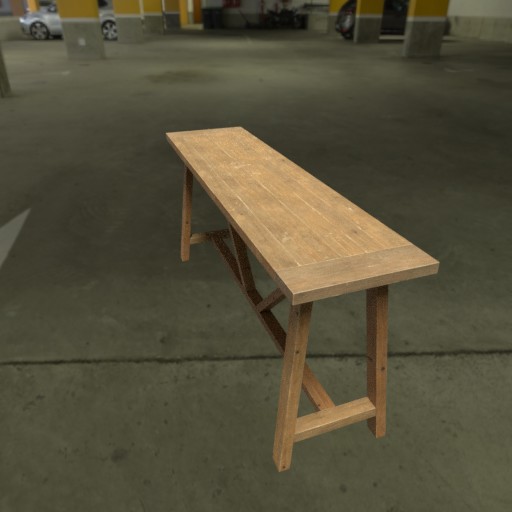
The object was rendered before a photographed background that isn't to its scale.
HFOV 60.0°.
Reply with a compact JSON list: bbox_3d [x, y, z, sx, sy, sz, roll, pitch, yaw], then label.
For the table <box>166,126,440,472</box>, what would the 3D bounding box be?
[{"bbox_3d":[0.000,0.000,2.145,0.465,0.810,1.800,-10,31,-18],"label":"table"}]
